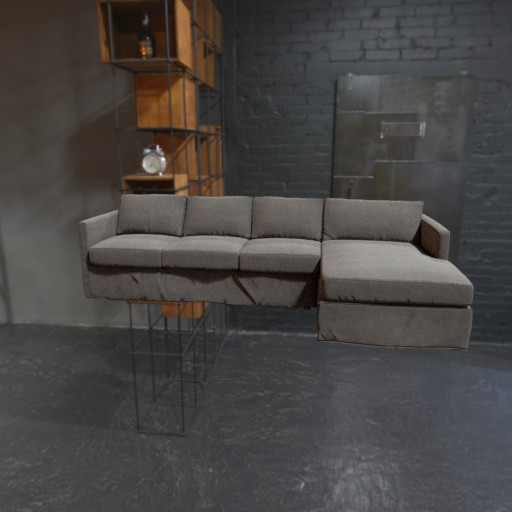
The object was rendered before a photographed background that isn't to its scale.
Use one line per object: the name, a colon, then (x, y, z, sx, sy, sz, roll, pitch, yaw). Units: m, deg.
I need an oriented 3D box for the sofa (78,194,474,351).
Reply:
sofa: (0.000, 0.000, 3.882, 3.205, 0.922, 1.650, 2, 14, 8)
